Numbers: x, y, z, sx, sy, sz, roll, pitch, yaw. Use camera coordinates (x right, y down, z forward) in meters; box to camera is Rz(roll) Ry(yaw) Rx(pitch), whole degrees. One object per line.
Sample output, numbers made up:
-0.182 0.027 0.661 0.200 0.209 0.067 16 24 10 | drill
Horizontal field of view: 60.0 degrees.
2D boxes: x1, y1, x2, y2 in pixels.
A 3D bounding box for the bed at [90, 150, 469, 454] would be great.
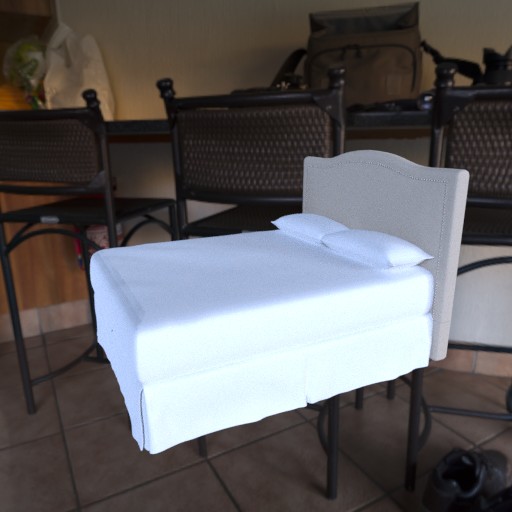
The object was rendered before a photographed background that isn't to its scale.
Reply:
0.000 0.000 3.078 2.052 1.398 1.678 -8 17 -26 | bed
